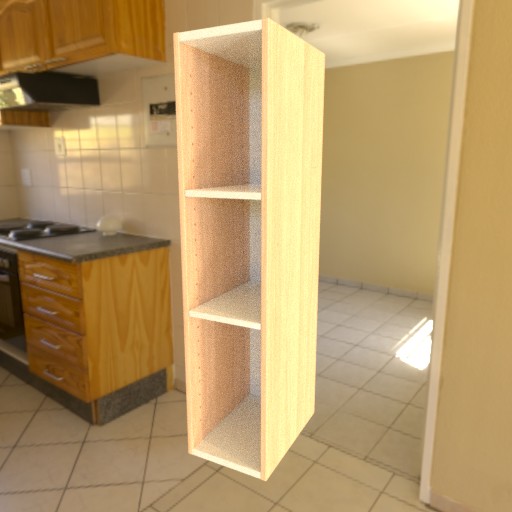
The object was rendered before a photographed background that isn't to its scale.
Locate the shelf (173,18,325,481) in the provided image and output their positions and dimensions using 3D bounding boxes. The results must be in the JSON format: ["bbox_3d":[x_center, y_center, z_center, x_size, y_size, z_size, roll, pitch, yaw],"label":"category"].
[{"bbox_3d":[0.000,0.000,0.996,0.197,0.882,0.290,6,14,27],"label":"shelf"}]
